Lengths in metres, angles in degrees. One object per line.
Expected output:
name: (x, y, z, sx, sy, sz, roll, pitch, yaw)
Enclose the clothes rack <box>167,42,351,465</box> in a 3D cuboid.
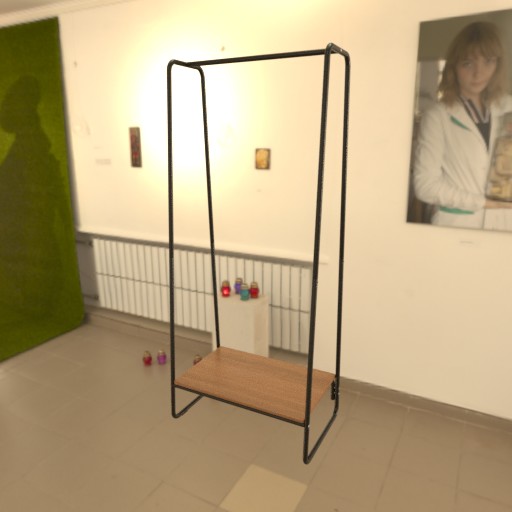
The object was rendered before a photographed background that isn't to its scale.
clothes rack: (0.000, 0.000, 1.793, 0.640, 1.500, 0.400, 8, 16, 27)
